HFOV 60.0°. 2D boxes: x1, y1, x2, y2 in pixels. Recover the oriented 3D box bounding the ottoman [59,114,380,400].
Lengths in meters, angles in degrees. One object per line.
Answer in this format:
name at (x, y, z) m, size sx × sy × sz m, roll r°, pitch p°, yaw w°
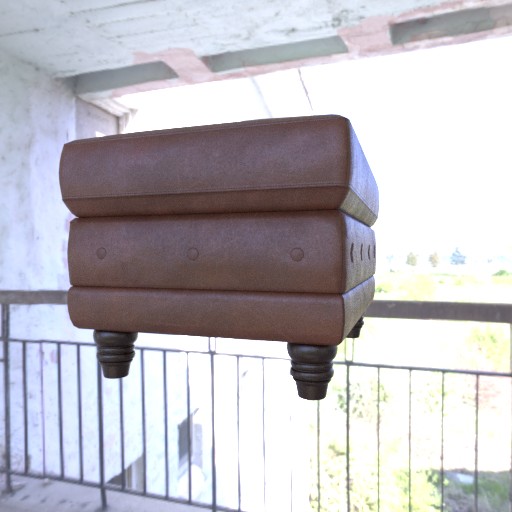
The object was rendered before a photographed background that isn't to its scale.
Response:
ottoman at (0.000, 0.000, 1.168) m, size 0.588 × 0.509 × 0.795 m, roll 0°, pitch 0°, yaw 19°
